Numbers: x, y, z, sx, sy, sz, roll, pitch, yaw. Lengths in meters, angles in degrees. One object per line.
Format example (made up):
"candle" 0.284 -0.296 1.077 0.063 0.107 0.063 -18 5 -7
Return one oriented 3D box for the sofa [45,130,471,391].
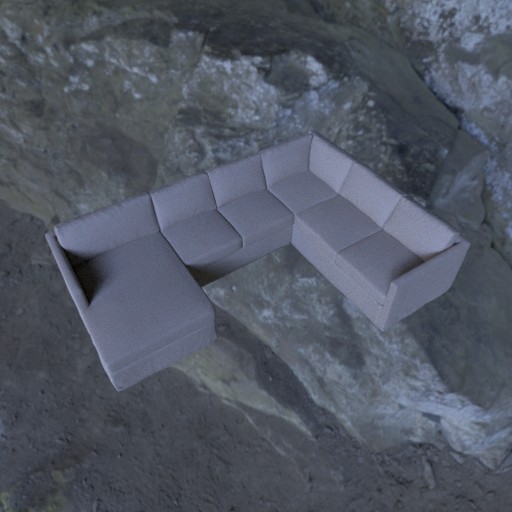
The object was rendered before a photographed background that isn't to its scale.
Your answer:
"sofa" 0.000 0.000 4.564 3.528 0.878 2.476 -25 51 -22
